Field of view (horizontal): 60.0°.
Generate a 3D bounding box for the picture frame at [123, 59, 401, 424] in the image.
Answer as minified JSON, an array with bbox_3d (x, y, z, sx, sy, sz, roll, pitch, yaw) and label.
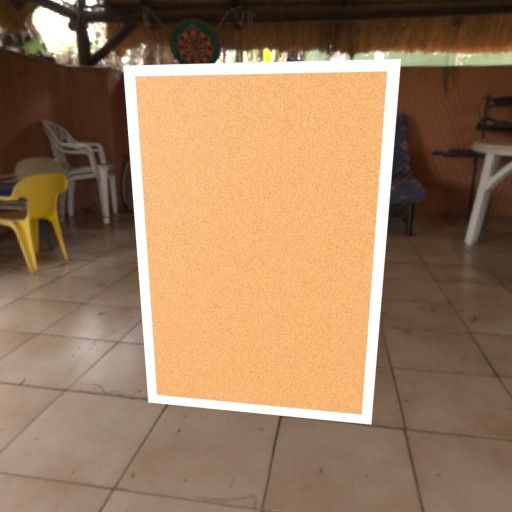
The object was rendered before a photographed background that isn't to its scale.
[{"bbox_3d":[0.000,0.000,0.816,0.457,0.657,0.013,3,16,9],"label":"picture frame"}]
